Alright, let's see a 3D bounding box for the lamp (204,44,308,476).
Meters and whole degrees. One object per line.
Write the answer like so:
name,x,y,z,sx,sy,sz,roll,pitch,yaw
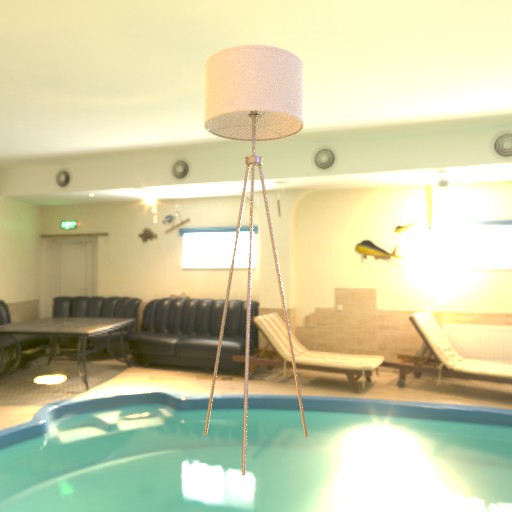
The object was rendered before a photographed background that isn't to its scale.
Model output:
lamp,0.000,0.000,1.787,0.448,1.545,0.458,0,-1,-1
